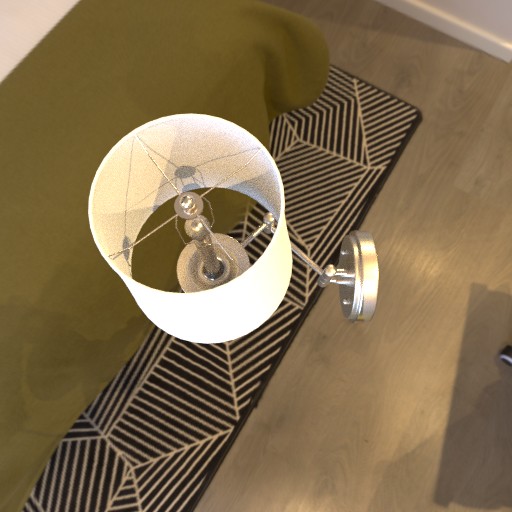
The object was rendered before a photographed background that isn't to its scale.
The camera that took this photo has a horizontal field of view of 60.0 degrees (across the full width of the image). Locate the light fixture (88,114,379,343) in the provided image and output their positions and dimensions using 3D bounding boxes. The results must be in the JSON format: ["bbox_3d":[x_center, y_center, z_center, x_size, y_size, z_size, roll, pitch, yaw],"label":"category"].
[{"bbox_3d":[0.000,0.000,0.581,0.348,0.381,0.223,1,75,0],"label":"light fixture"}]
